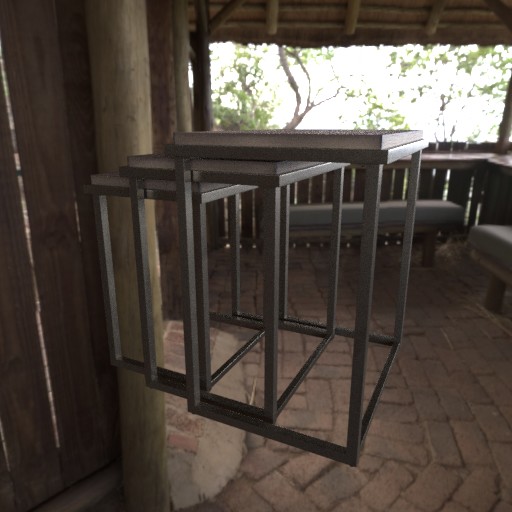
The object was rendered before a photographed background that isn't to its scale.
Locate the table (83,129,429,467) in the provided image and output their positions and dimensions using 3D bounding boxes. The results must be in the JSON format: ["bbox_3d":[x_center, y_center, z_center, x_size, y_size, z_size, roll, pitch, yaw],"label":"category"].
[{"bbox_3d":[0.000,0.000,1.118,0.706,0.610,0.559,8,19,25],"label":"table"}]
